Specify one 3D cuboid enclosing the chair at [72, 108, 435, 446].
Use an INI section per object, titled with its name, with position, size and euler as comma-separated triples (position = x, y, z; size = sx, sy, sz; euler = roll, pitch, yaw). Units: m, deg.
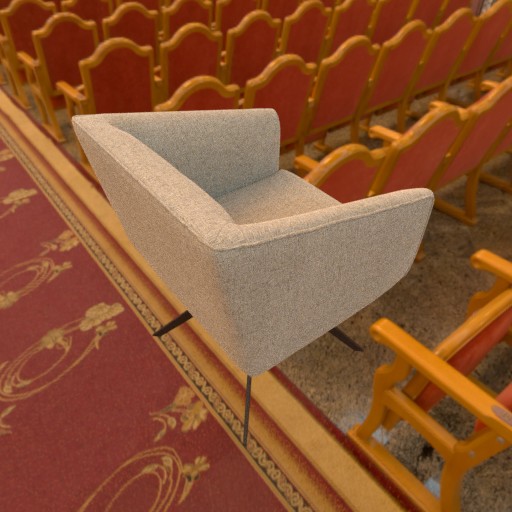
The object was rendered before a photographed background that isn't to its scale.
[chair]
position = 0.000, 0.000, 1.223
size = 0.623, 0.760, 0.628
euler = -26, 47, -27
